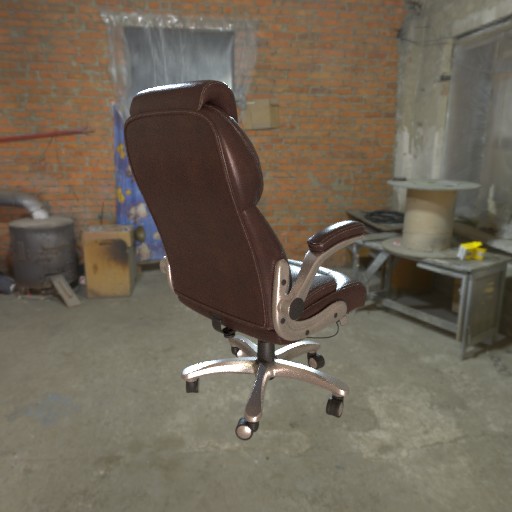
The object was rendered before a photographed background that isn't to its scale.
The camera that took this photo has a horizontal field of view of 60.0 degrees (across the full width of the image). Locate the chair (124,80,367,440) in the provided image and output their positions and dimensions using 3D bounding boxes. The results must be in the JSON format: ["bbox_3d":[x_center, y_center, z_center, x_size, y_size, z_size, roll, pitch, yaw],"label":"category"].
[{"bbox_3d":[0.000,0.000,1.660,0.774,1.160,0.733,-13,19,-42],"label":"chair"}]
